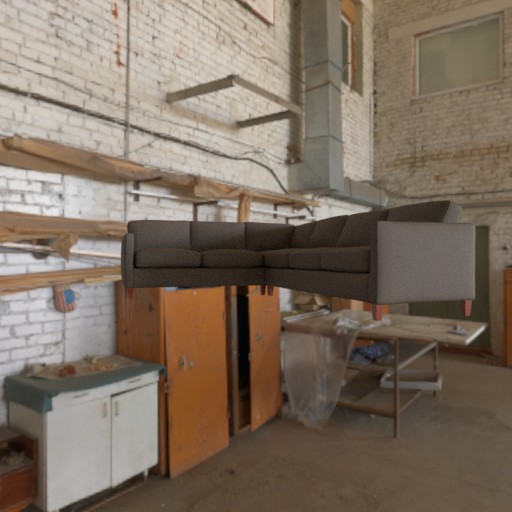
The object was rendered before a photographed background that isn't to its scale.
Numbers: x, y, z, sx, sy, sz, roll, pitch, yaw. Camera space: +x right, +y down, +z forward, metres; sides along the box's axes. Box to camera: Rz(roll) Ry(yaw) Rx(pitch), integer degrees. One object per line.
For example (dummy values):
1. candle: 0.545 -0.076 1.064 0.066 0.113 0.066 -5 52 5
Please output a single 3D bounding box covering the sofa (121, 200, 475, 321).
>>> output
1. sofa: 0.000 0.000 4.575 2.593 0.947 3.302 0 0 -19
